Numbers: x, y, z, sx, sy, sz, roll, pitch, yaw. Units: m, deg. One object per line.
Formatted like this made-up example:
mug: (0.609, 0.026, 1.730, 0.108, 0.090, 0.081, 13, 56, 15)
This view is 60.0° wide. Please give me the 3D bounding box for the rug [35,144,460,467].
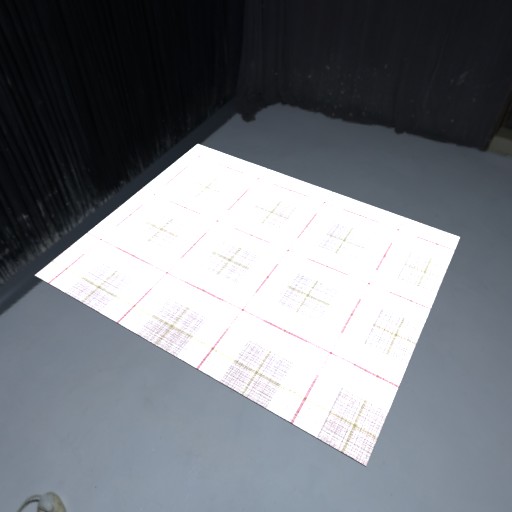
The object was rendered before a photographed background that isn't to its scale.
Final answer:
rug: (0.000, 0.000, 3.896, 2.959, 0.016, 2.317, 24, 51, 21)
